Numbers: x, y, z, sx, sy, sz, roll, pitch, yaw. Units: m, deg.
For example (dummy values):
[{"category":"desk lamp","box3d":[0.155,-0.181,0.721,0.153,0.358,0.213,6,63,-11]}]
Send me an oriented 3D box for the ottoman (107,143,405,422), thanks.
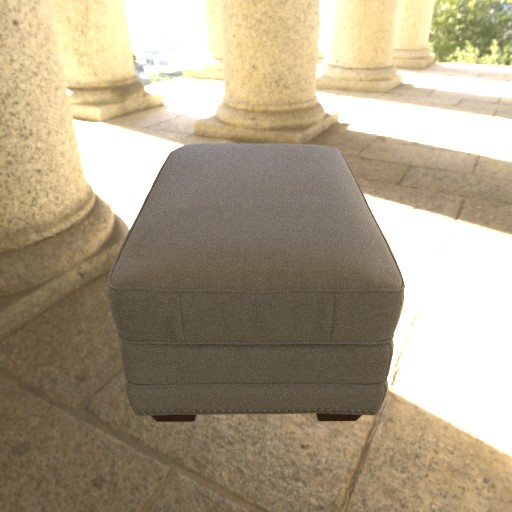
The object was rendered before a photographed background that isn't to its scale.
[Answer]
[{"category":"ottoman","box3d":[0.000,0.000,1.191,0.559,0.458,0.813,0,31,0]}]
